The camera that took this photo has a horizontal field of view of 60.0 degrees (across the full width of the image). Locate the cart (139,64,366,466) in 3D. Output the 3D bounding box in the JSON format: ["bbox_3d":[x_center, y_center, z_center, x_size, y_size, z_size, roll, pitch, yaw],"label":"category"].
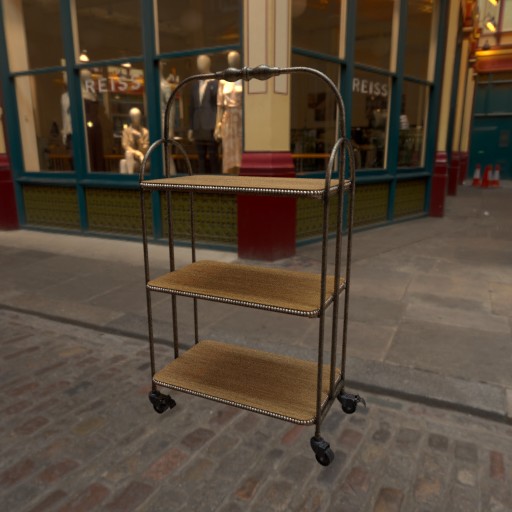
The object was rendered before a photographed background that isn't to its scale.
[{"bbox_3d":[0.000,0.000,1.314,0.650,1.052,0.330,7,16,25],"label":"cart"}]
